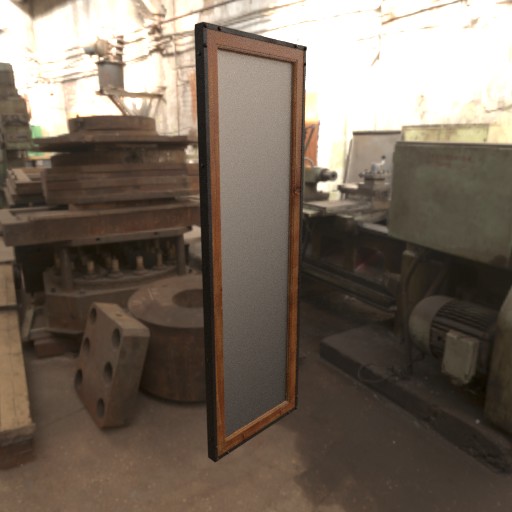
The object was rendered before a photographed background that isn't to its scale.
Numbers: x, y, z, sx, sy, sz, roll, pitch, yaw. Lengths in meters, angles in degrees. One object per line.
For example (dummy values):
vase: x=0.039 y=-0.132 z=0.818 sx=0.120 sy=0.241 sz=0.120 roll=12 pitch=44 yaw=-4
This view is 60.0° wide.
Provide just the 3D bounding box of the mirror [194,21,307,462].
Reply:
mirror: x=0.000 y=0.000 z=1.186 sx=0.042 sy=1.080 sz=0.354 roll=14 pitch=20 yaw=43
